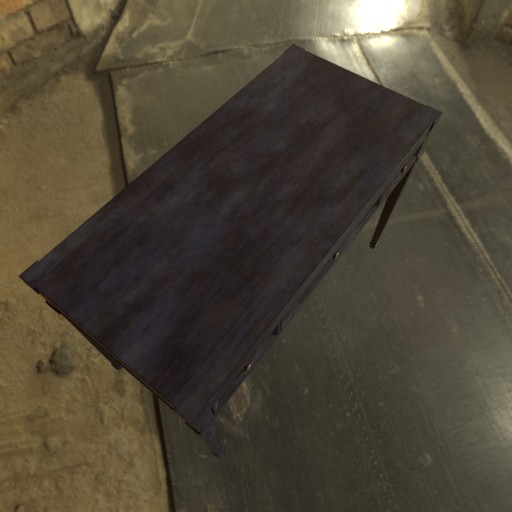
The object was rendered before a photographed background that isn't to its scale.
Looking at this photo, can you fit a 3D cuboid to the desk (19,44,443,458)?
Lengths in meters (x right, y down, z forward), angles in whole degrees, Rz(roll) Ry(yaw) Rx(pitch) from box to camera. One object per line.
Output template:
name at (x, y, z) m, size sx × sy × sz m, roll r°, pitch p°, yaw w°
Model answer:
desk at (0.000, 0.000, 1.730) m, size 0.630 × 0.861 × 1.289 m, roll 33°, pitch 65°, yaw 18°
